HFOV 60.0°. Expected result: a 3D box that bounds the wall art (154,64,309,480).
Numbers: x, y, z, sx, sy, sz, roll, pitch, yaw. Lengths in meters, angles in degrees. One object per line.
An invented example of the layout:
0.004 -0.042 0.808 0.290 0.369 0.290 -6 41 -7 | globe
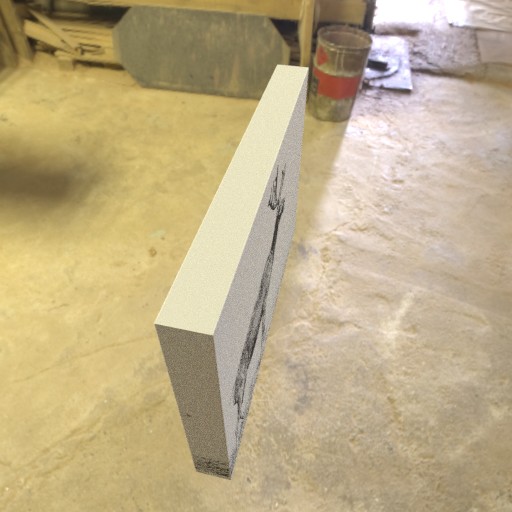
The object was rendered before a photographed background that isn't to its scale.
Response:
0.000 0.000 0.486 0.038 0.259 0.381 10 47 9 | wall art
